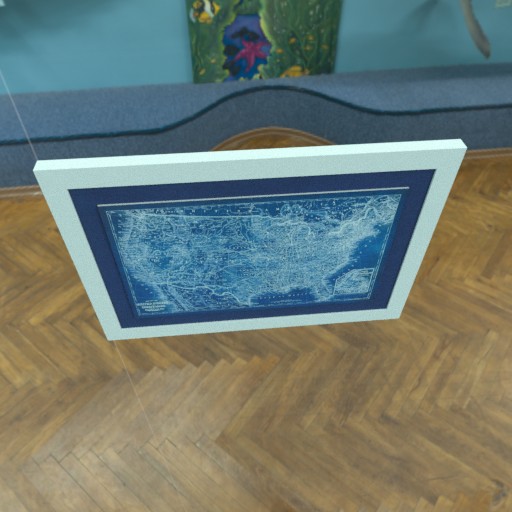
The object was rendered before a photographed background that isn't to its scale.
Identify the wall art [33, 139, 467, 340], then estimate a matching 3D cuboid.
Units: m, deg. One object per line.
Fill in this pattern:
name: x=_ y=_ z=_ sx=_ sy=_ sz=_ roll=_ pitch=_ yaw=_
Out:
wall art: x=0.000 y=0.000 z=1.674 sx=1.308 sy=0.902 sz=0.051 roll=-4 pitch=47 yaw=-4
